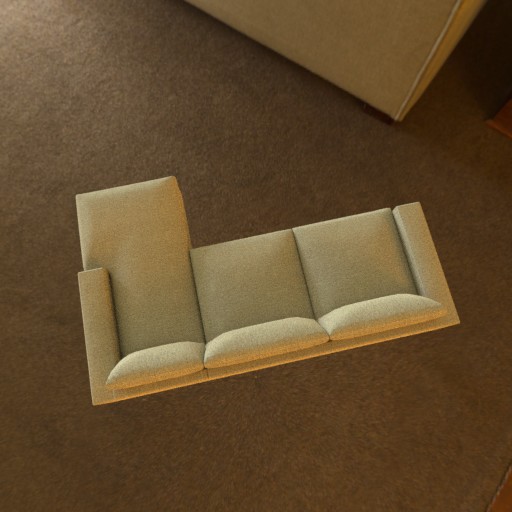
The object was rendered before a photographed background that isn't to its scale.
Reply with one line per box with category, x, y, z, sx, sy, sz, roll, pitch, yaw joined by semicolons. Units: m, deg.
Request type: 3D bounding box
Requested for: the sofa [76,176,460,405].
sofa;0.000;0.000;3.493;2.718;0.813;1.689;-12;75;-3
